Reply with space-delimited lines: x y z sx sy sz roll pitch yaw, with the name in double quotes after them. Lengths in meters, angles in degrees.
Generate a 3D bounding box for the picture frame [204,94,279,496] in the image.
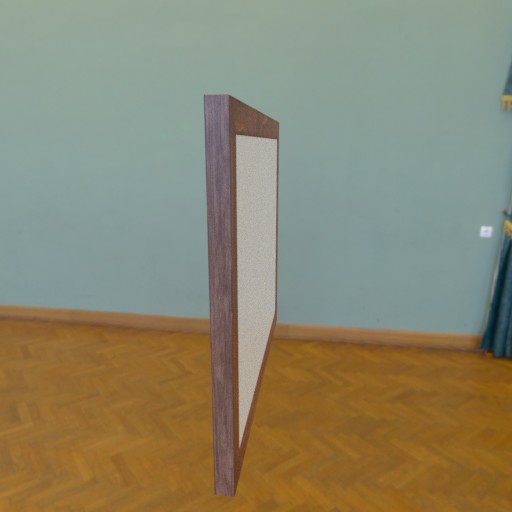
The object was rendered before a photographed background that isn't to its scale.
0.000 0.000 0.747 0.025 0.457 0.559 2 14 8 "picture frame"
